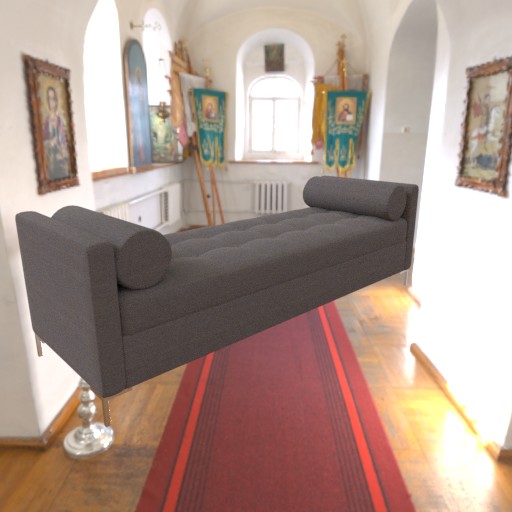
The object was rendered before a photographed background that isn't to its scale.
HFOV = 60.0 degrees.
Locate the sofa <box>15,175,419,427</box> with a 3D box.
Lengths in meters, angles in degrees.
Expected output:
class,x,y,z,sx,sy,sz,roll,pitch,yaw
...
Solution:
class,x,y,z,sx,sy,sz,roll,pitch,yaw
sofa,0.000,0.000,2.240,1.981,0.635,0.686,-15,22,-41
